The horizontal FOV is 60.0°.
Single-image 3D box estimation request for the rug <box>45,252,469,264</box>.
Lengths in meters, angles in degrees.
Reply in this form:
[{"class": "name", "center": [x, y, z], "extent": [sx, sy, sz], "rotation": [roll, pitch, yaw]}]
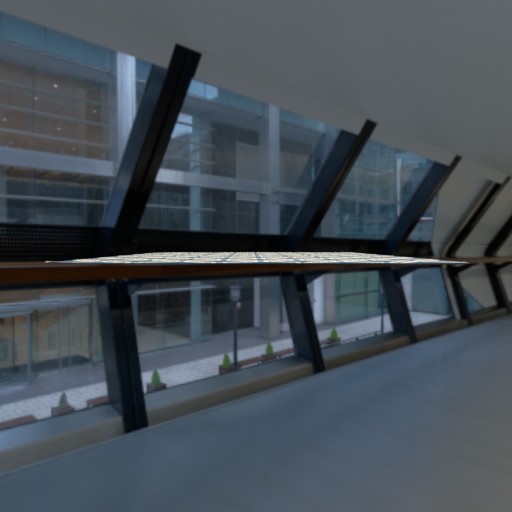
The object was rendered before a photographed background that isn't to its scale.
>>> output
[{"class": "rug", "center": [0.000, 0.000, 3.784], "extent": [2.277, 0.020, 2.867], "rotation": [0, 2, 0]}]
